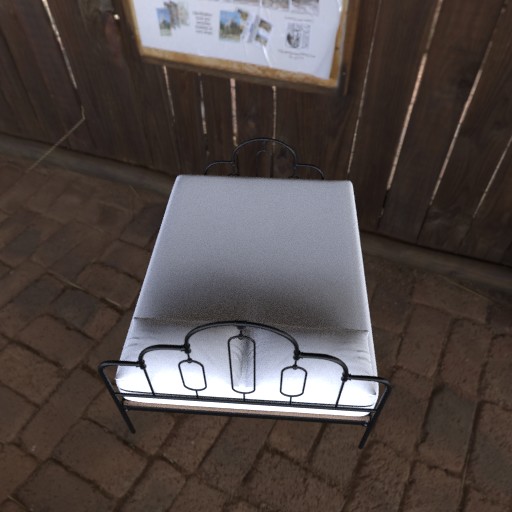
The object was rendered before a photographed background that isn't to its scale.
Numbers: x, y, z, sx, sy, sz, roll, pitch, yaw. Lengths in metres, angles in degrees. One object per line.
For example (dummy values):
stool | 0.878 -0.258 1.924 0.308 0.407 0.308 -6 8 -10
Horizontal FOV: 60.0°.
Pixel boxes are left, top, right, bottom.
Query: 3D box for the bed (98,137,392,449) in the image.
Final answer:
bed | 0.000 0.000 3.279 1.626 1.444 2.181 3 47 3
